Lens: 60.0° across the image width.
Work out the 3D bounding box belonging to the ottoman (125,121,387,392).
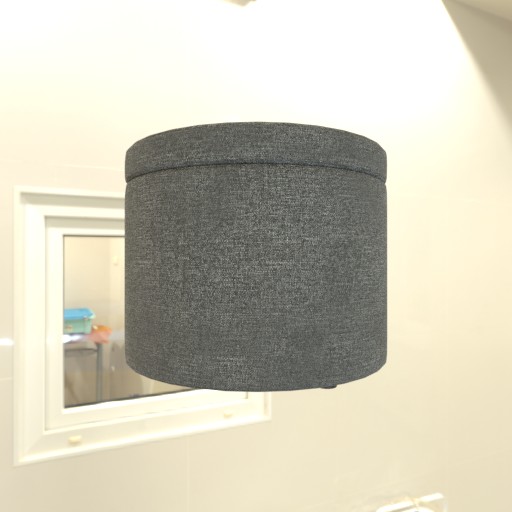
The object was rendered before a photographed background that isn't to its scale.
[{"bbox_3d":[0.000,0.000,0.878,0.500,0.419,0.500,0,0,0],"label":"ottoman"}]
